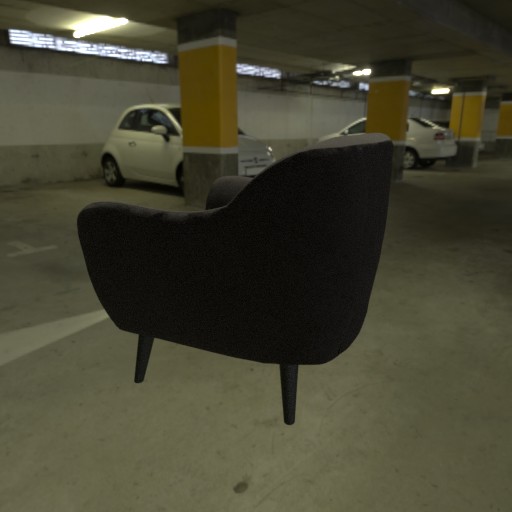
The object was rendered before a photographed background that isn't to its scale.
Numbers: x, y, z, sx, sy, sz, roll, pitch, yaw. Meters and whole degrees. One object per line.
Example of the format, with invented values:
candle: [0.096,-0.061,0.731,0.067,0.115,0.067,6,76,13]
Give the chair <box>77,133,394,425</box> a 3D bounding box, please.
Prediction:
chair: [0.000,0.000,1.506,0.819,0.807,0.840,7,17,23]
